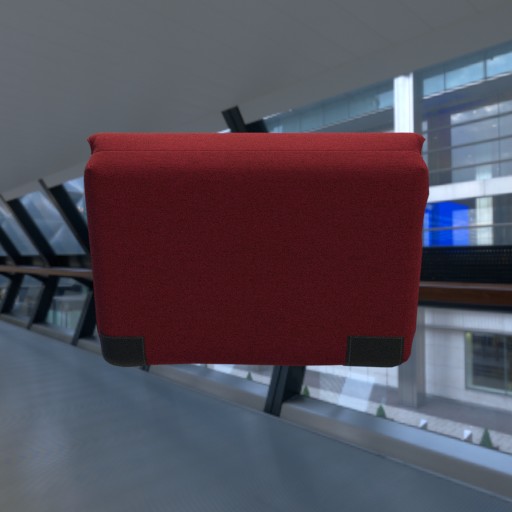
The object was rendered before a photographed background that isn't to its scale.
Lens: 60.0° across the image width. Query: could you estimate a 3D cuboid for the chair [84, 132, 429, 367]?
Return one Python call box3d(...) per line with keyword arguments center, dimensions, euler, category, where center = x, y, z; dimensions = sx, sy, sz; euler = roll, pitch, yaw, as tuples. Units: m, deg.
box3d(center=(0.000, 0.000, 1.354), dimensions=(0.820, 0.580, 0.780), euler=(0, -2, 0), category="chair")
